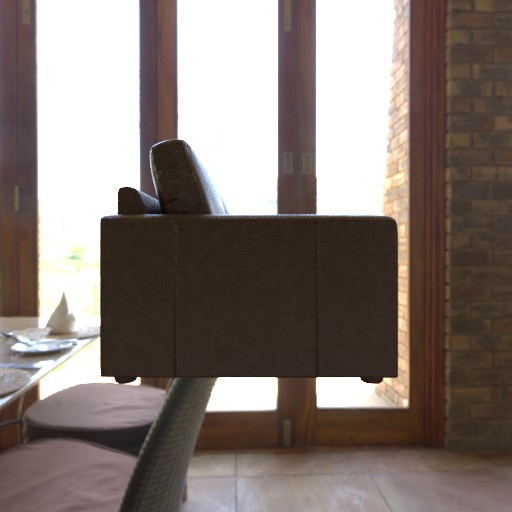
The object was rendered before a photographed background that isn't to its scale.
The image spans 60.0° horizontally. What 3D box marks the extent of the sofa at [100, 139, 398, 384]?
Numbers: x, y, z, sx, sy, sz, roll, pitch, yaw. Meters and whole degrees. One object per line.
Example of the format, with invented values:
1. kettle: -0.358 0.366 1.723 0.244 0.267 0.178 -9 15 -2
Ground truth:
1. sofa: 0.000 0.000 2.241 1.016 0.873 1.616 0 0 0
